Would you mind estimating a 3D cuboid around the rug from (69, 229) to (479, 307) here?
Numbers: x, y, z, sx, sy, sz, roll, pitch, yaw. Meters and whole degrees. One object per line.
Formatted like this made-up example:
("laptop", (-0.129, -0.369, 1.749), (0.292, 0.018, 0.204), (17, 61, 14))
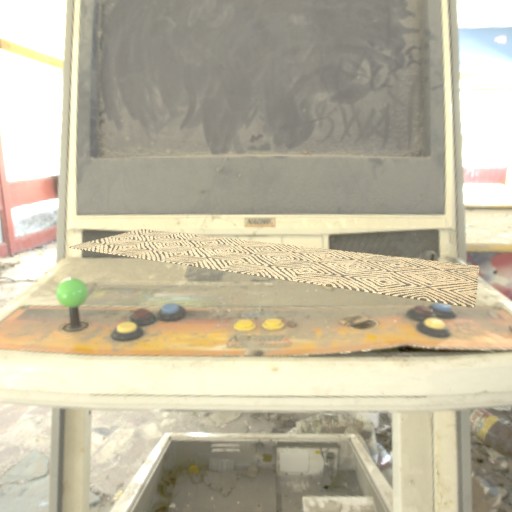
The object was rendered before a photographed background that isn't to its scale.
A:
("rug", (0.000, 0.000, 2.530), (2.277, 0.008, 0.676), (7, 16, 26))
